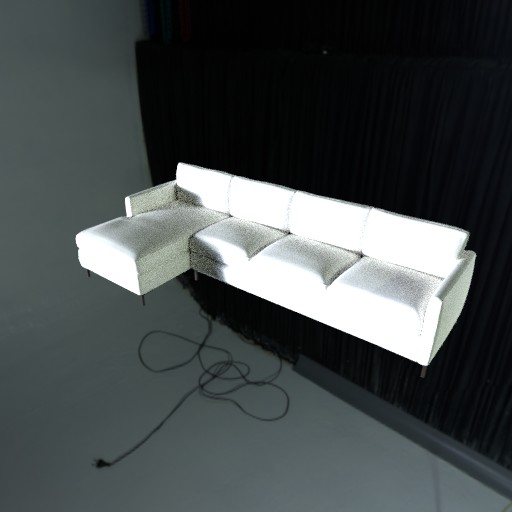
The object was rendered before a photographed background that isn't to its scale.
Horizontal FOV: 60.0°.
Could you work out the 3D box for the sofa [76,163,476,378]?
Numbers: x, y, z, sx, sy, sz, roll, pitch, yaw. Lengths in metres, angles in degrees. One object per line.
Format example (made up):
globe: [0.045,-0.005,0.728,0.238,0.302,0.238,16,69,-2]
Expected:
sofa: [0.000,0.000,3.794,3.186,0.875,1.467,19,33,32]
